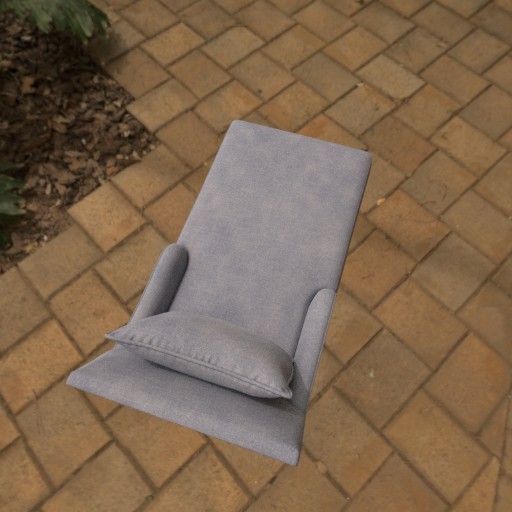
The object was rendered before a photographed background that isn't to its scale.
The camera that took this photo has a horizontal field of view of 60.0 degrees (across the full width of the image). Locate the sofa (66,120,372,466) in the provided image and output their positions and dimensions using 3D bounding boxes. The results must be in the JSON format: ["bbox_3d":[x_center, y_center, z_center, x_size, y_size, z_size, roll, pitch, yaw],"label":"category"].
[{"bbox_3d":[0.000,0.000,2.257,0.904,0.883,1.779,16,64,8],"label":"sofa"}]
